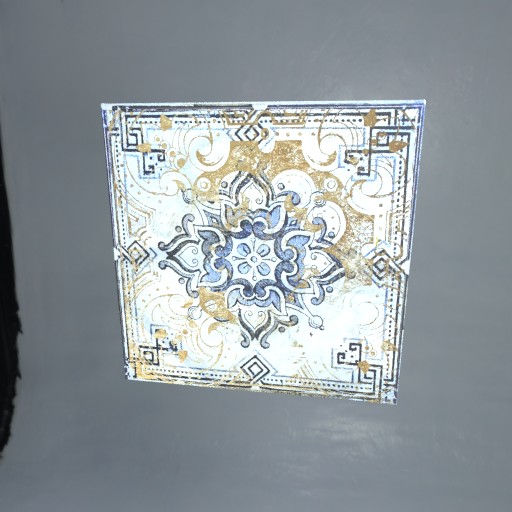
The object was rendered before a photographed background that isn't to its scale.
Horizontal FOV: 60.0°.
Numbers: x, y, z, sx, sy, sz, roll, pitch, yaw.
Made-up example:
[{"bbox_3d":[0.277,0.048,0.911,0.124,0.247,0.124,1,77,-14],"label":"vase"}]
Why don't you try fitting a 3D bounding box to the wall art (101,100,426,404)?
[{"bbox_3d":[0.000,0.000,0.626,0.411,0.410,0.038,3,16,9],"label":"wall art"}]
